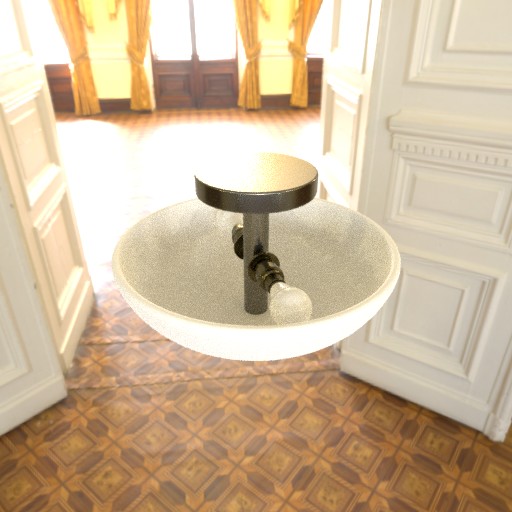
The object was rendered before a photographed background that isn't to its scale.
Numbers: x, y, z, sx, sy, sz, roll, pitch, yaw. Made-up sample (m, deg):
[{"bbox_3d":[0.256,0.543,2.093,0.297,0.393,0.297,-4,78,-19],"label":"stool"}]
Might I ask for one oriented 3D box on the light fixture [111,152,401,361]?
[{"bbox_3d":[0.000,0.000,0.533,0.330,0.214,0.330,0,30,0],"label":"light fixture"}]
